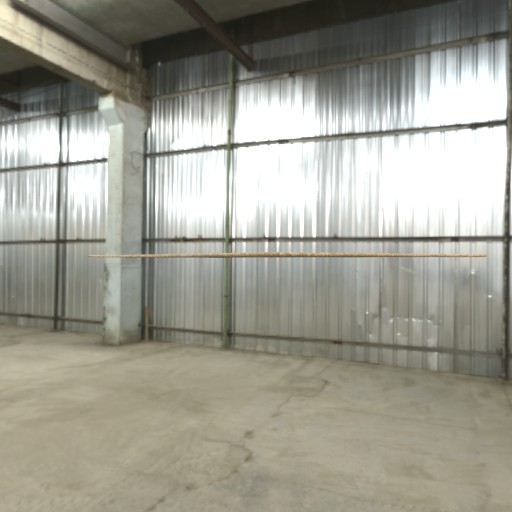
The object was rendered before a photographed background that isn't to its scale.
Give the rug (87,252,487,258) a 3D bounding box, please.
[{"bbox_3d":[0.000,0.000,2.341,1.211,0.018,1.822,0,0,-37],"label":"rug"}]
